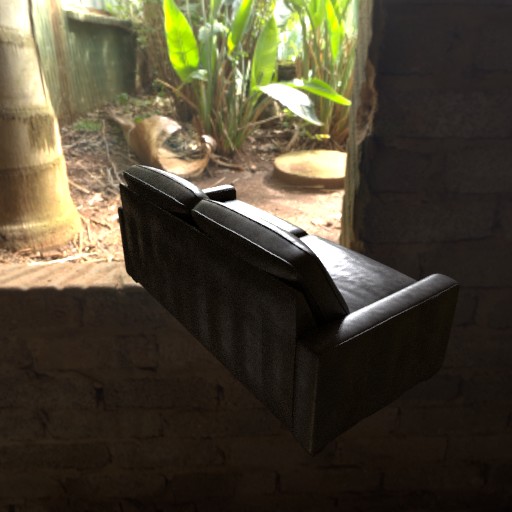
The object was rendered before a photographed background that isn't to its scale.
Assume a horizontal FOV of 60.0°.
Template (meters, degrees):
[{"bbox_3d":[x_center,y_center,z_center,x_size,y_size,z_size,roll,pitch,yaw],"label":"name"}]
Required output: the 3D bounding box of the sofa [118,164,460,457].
[{"bbox_3d":[0.000,0.000,2.660,0.939,0.916,2.081,-17,31,-32],"label":"sofa"}]
